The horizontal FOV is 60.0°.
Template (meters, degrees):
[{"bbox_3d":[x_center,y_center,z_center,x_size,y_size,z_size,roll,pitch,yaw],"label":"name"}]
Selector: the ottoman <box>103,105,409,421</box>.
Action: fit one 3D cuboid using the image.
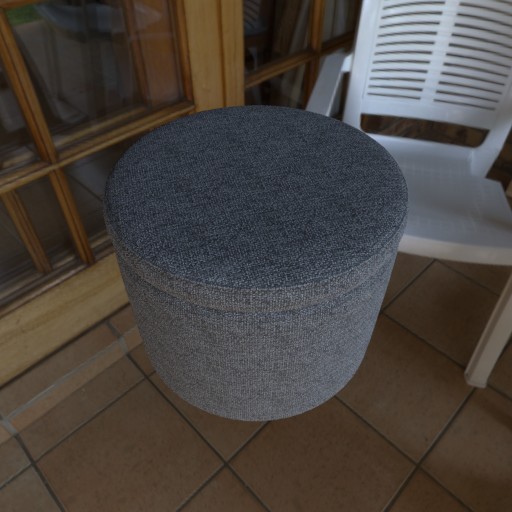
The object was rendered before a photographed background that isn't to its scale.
[{"bbox_3d":[0.000,0.000,0.895,0.520,0.430,0.520,0,45,0],"label":"ottoman"}]
